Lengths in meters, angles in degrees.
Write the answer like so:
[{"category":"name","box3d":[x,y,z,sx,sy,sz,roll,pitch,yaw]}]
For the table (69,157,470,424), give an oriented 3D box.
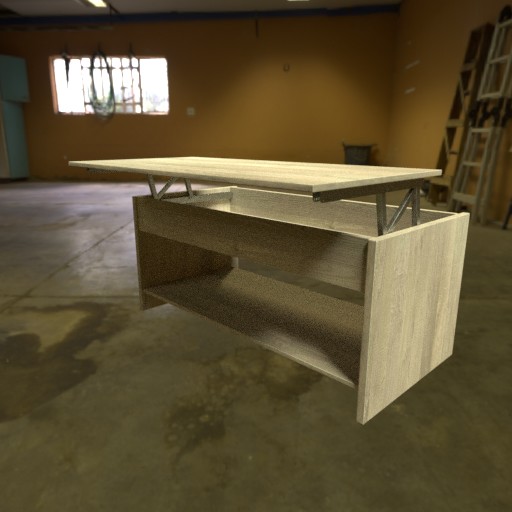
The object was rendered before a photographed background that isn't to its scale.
[{"category":"table","box3d":[0.000,0.000,1.395,0.712,0.570,1.000,-14,21,-42]}]
